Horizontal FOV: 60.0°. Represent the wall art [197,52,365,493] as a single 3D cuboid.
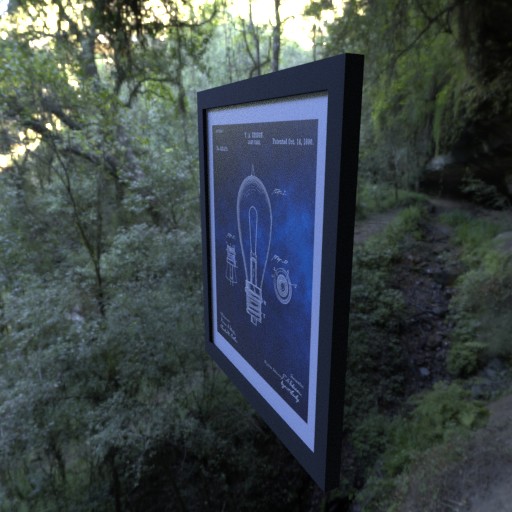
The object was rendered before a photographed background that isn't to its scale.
[{"bbox_3d":[0.000,0.000,0.675,0.023,0.505,0.428,-7,17,-26],"label":"wall art"}]
